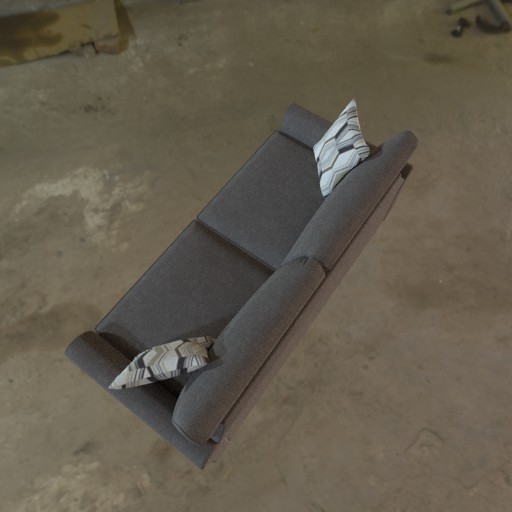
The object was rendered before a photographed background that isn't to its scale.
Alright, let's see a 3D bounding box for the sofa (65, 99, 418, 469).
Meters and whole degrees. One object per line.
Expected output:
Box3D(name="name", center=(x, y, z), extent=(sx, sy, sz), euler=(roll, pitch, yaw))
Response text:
Box3D(name="sofa", center=(0.000, 0.000, 2.481), extent=(0.889, 0.813, 2.032), euler=(33, 68, 15))
